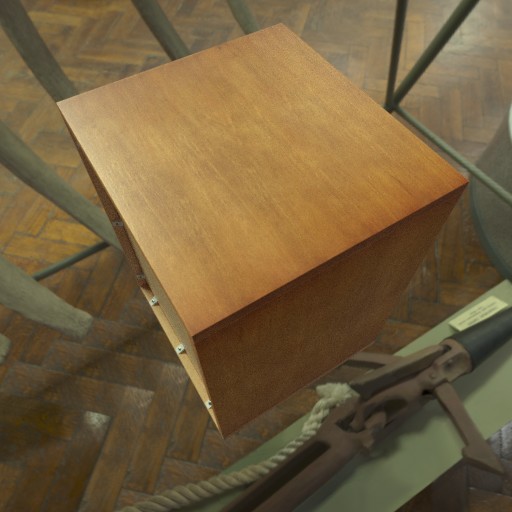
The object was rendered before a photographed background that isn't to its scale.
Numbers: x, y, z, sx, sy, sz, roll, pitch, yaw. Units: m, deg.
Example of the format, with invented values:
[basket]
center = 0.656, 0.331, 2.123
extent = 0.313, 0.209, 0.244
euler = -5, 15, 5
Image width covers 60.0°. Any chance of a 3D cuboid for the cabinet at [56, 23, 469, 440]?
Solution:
[cabinet]
center = 0.000, 0.000, 0.823
extent = 0.401, 0.579, 0.409
euler = -28, 61, -17
